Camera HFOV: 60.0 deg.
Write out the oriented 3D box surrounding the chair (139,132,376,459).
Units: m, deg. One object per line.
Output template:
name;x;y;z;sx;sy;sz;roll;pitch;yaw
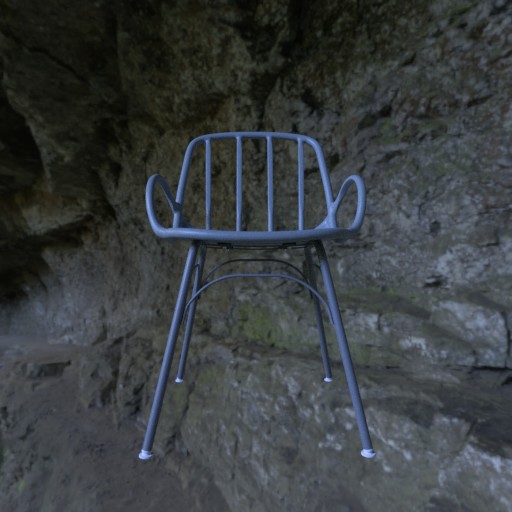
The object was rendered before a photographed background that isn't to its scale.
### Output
chair;0.000;0.000;1.194;0.549;0.816;0.597;0;1;-1
